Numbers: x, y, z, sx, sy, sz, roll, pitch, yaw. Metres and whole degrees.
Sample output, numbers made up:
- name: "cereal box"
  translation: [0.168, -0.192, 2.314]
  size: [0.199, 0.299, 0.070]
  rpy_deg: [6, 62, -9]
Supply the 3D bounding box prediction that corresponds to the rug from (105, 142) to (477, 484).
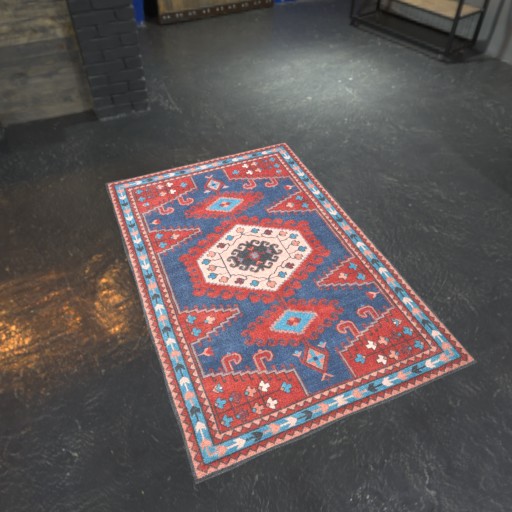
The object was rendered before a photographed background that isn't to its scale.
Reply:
- name: "rug"
  translation: [0.000, 0.000, 2.233]
  size: [1.207, 0.012, 1.820]
  rpy_deg: [-17, 48, -16]
